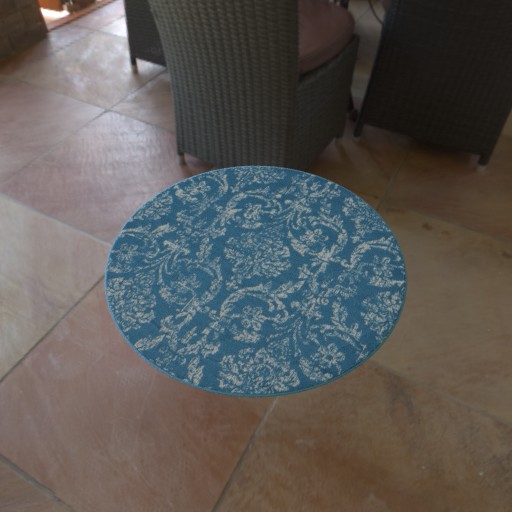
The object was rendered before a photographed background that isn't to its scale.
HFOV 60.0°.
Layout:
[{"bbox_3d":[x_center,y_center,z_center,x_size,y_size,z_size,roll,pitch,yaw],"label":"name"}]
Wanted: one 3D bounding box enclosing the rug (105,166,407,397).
[{"bbox_3d":[0.000,0.000,2.394,1.593,0.012,1.593,0,48,0],"label":"rug"}]
